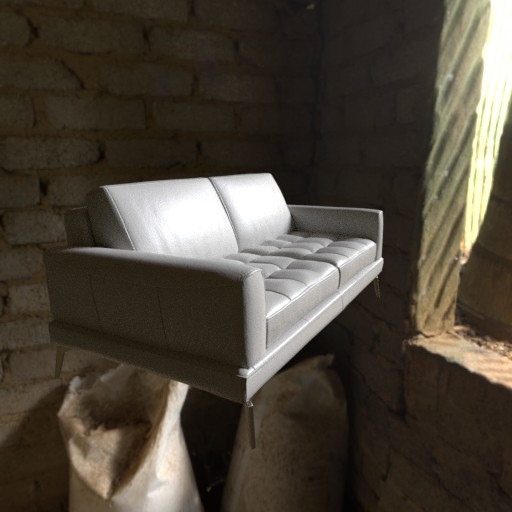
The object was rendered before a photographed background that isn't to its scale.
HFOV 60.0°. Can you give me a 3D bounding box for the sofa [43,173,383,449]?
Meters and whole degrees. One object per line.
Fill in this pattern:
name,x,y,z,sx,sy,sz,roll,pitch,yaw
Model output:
sofa,0.000,0.000,2.691,1.121,0.930,2.177,7,15,28
